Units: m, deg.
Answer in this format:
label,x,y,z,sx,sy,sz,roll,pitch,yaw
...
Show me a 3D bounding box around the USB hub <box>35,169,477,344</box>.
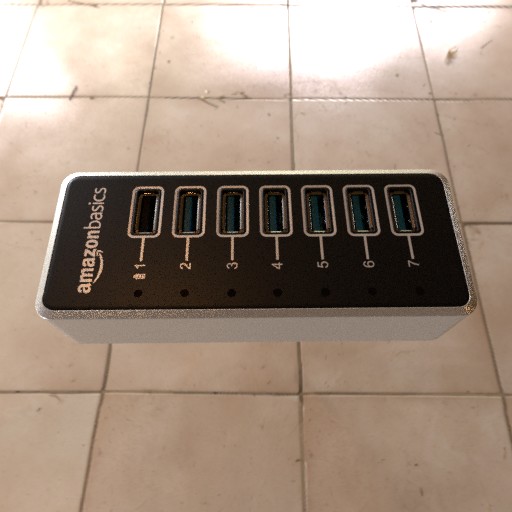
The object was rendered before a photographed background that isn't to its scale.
label,x,y,z,sx,sy,sz,roll,pitch,yaw
USB hub,0.000,0.000,0.127,0.110,0.023,0.044,-1,64,0
